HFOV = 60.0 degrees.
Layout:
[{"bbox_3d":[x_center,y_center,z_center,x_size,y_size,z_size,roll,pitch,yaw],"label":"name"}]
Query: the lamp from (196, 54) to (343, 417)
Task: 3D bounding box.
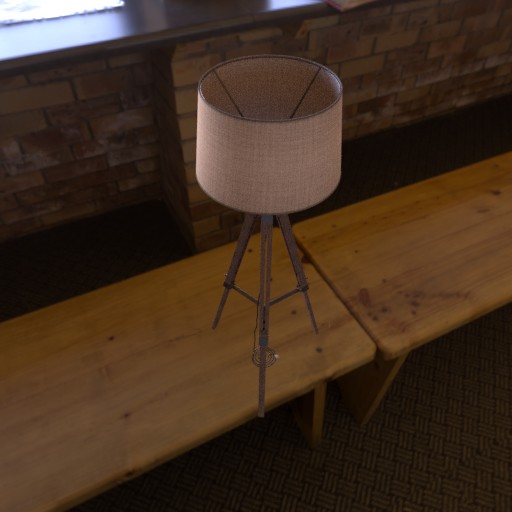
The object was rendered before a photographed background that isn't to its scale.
[{"bbox_3d":[0.000,0.000,1.861,0.587,1.510,0.604,24,51,21],"label":"lamp"}]
